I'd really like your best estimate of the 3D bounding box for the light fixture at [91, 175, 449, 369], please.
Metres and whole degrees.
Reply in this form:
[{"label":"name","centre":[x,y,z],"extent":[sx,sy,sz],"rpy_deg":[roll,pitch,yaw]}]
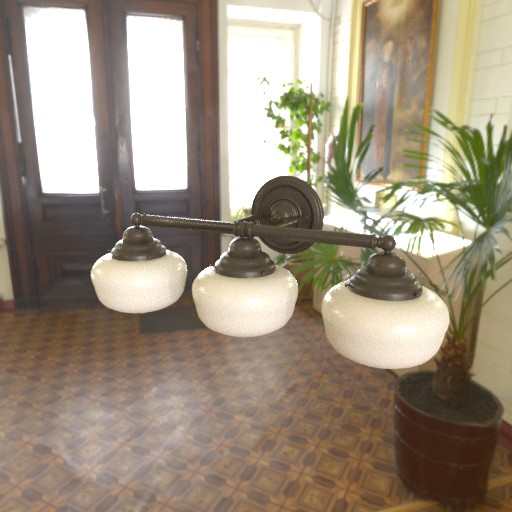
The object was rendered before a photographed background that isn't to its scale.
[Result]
[{"label":"light fixture","centre":[0.000,0.000,0.711],"extent":[0.587,0.242,0.239],"rpy_deg":[7,16,26]}]
